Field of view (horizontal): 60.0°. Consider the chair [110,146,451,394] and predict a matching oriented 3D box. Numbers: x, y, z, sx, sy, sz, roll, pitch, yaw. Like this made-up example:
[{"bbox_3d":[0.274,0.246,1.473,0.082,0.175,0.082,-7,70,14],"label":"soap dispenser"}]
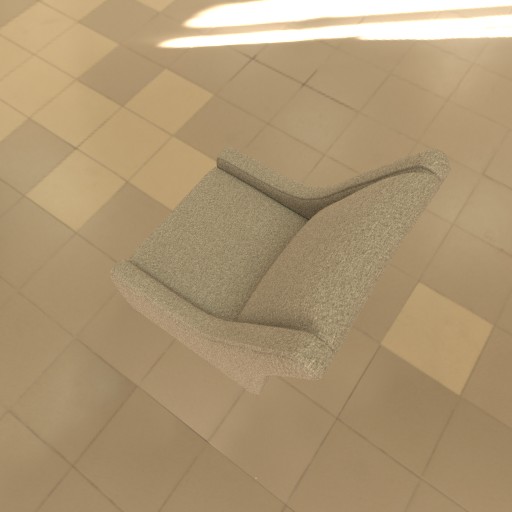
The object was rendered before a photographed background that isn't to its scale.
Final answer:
[{"bbox_3d":[0.000,0.000,1.670,0.870,1.016,0.774,32,68,15],"label":"chair"}]
